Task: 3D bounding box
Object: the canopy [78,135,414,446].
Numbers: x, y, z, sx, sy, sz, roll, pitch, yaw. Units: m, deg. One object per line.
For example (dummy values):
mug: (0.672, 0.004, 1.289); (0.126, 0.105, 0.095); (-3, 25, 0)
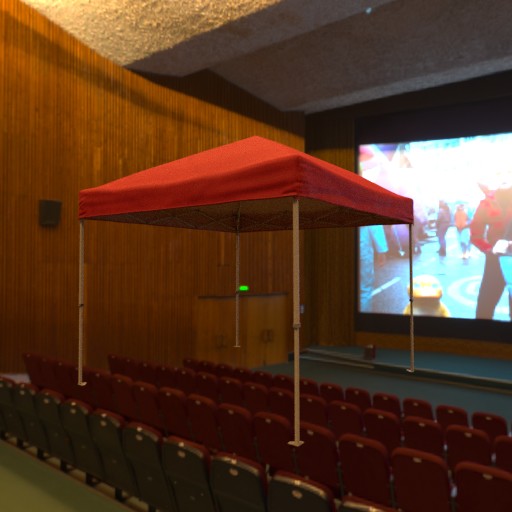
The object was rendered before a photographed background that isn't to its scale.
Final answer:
canopy: (0.000, 0.000, 5.496); (2.996, 2.997, 2.998); (-1, -1, 36)
